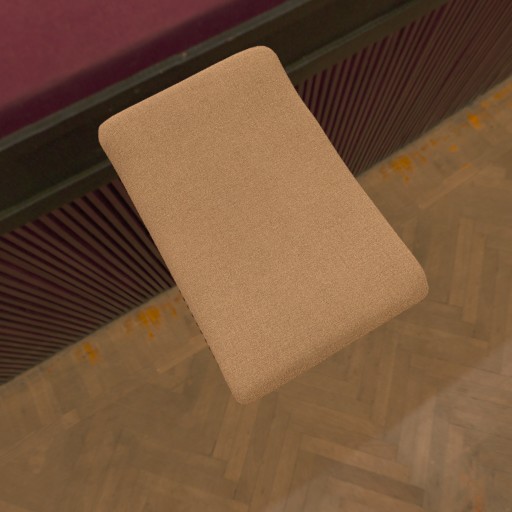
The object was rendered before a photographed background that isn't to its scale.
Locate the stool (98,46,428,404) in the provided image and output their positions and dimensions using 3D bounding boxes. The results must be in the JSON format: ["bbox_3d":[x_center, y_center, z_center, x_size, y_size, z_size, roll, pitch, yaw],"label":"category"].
[{"bbox_3d":[0.000,0.000,0.976,0.363,0.669,0.509,-29,77,-7],"label":"stool"}]
